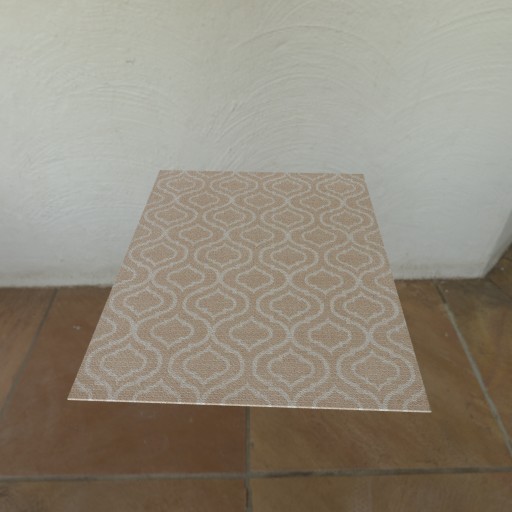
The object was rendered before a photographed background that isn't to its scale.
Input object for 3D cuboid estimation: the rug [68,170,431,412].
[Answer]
[{"bbox_3d":[0.000,0.000,3.879,2.286,0.013,2.894,1,41,2],"label":"rug"}]
